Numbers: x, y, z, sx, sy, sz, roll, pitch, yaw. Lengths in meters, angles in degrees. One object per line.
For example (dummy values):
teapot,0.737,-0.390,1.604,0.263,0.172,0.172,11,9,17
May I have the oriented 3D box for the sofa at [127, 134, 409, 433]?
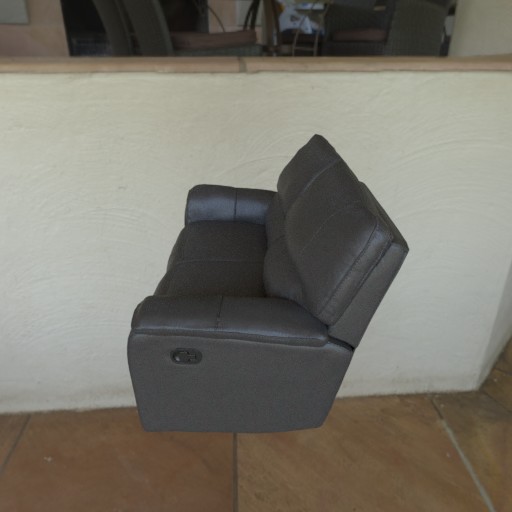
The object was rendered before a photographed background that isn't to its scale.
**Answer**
sofa,0.000,0.000,2.476,1.104,1.111,1.765,0,26,0
